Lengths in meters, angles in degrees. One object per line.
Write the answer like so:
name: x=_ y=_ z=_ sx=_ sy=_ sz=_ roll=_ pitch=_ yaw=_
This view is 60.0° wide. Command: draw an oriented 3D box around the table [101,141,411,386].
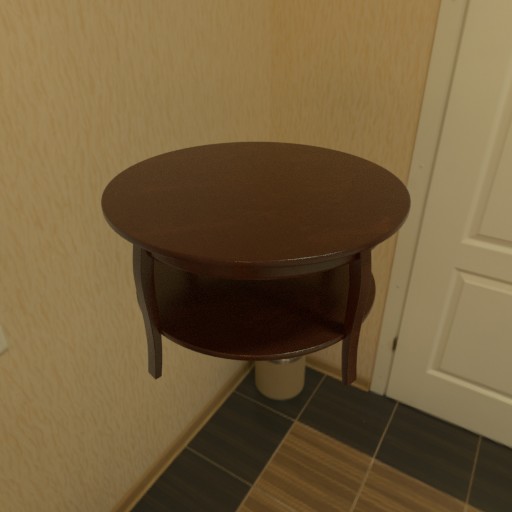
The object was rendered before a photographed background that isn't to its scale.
table: x=0.000 y=0.000 z=1.488 sx=0.911 sy=0.512 sz=0.911 roll=0 pitch=31 yaw=0
